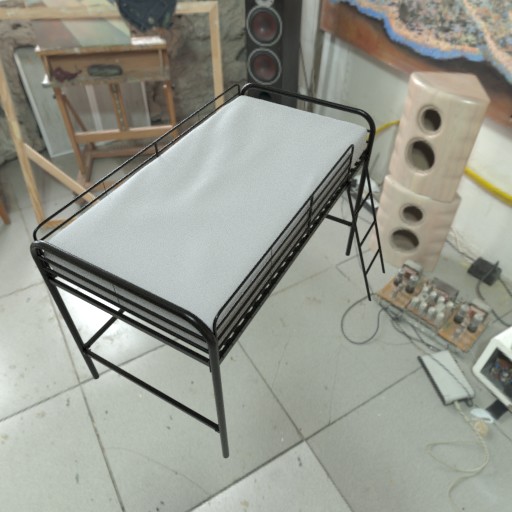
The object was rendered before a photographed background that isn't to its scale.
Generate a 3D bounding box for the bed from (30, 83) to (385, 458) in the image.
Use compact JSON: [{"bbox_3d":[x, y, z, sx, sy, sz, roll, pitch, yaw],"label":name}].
[{"bbox_3d":[0.000,0.000,2.859,1.393,1.289,1.968,22,49,21],"label":"bed"}]
